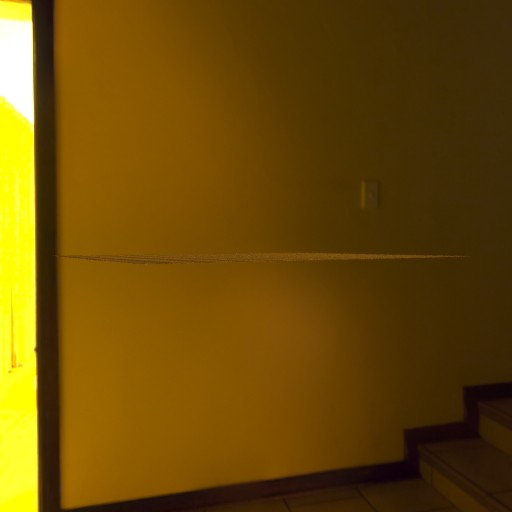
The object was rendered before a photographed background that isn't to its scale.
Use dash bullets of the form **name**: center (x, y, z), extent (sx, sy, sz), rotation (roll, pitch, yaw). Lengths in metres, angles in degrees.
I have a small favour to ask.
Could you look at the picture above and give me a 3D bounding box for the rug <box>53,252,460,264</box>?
- **rug**: center (0.000, 0.000, 4.225), extent (3.201, 0.005, 2.439), rotation (-1, 2, -34)
